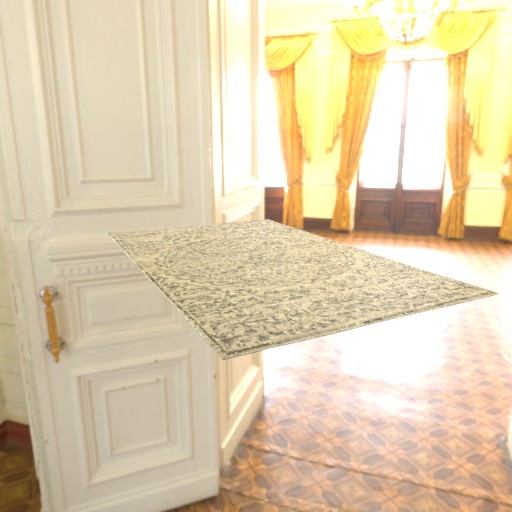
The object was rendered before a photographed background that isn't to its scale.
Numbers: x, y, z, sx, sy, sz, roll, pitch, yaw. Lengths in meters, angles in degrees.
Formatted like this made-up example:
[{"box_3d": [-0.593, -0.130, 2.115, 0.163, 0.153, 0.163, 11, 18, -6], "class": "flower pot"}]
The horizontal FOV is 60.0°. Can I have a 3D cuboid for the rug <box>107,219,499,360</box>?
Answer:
[{"box_3d": [0.000, 0.000, 2.972, 1.527, 0.021, 2.447, -7, 16, -26], "class": "rug"}]
